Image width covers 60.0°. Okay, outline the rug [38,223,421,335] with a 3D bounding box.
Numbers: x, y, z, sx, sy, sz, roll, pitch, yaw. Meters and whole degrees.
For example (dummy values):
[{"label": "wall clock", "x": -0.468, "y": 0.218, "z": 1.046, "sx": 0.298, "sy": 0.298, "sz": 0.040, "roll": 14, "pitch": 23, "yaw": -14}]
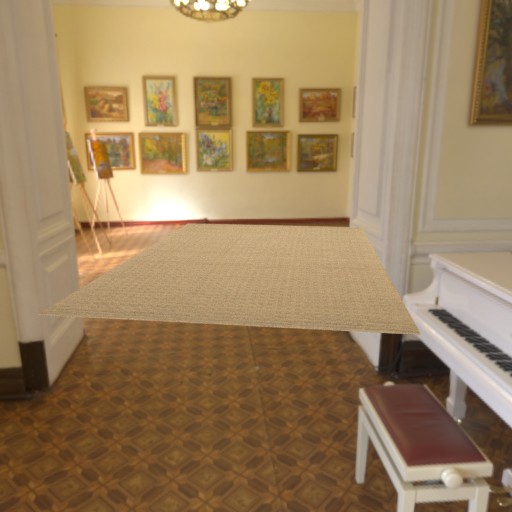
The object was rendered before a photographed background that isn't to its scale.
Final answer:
[{"label": "rug", "x": 0.000, "y": 0.000, "z": 3.650, "sx": 1.981, "sy": 0.006, "sz": 2.895, "roll": 2, "pitch": 14, "yaw": 7}]
